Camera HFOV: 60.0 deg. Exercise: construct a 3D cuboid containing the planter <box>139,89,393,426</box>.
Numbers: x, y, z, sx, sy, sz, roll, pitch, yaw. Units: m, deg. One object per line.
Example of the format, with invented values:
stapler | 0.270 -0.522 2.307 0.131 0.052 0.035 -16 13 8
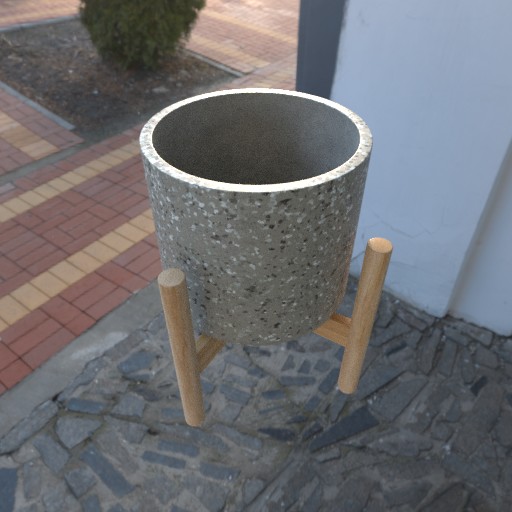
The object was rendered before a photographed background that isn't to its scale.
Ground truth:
planter | 0.000 0.000 0.533 0.284 0.320 0.284 -25 46 -26
